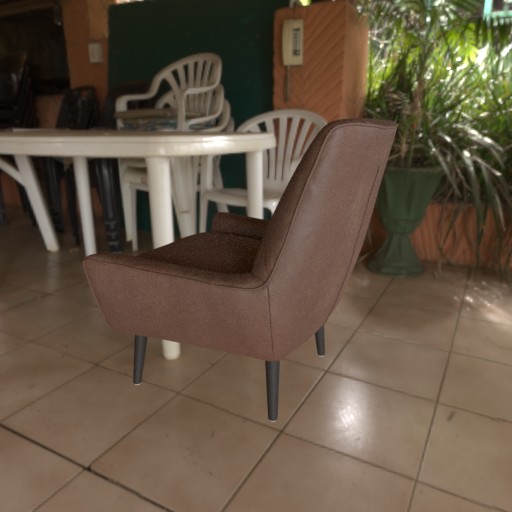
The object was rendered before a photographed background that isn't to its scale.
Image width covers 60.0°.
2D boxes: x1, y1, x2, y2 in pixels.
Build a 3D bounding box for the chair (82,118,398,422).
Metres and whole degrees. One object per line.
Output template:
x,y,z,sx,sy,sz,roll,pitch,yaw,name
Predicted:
0.000,0.000,1.500,0.824,0.888,0.787,9,19,26,chair
